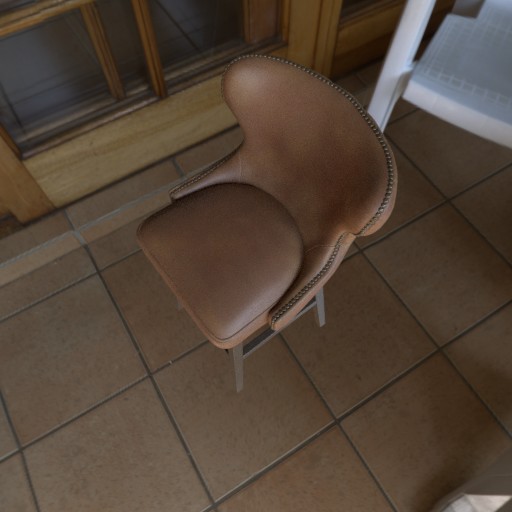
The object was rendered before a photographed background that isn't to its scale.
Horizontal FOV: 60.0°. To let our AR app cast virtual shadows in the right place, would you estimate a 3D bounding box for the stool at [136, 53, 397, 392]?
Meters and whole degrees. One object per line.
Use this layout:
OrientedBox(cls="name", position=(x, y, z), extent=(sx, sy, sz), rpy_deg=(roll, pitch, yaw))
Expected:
OrientedBox(cls="stool", position=(0.000, 0.000, 1.484), extent=(0.606, 1.087, 0.591), rpy_deg=(-34, 68, -16))
